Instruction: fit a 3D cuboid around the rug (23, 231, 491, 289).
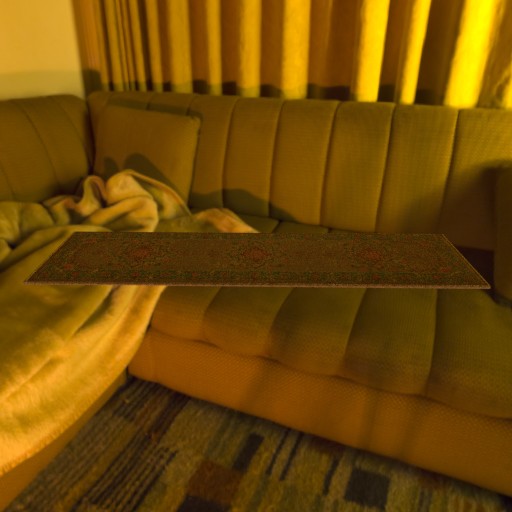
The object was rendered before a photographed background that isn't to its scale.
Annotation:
[{"bbox_3d":[0.000,0.000,2.463,2.297,0.019,0.659,0,26,1],"label":"rug"}]
